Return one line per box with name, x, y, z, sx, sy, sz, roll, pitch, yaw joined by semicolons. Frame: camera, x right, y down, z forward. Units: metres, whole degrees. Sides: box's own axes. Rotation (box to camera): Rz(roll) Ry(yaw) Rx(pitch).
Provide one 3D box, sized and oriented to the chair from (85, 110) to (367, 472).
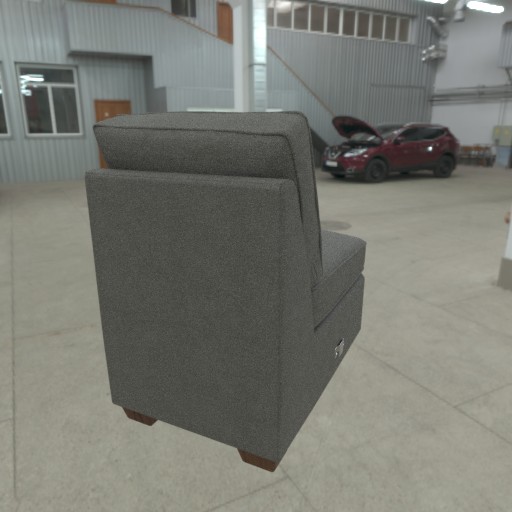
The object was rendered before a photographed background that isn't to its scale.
chair;0.000;0.000;1.584;0.621;0.970;0.938;8;18;25
